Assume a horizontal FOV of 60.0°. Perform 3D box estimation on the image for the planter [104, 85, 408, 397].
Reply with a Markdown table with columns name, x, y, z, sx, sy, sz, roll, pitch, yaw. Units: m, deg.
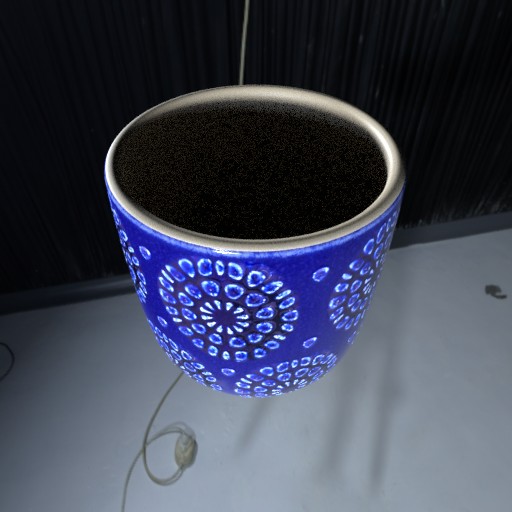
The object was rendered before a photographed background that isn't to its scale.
| name | x | y | z | sx | sy | sz | roll | pitch | yaw |
| --- | --- | --- | --- | --- | --- | --- | --- | --- | --- |
| planter | 0.000 | 0.000 | 0.200 | 0.109 | 0.112 | 0.109 | 0 | 45 | 0 |
